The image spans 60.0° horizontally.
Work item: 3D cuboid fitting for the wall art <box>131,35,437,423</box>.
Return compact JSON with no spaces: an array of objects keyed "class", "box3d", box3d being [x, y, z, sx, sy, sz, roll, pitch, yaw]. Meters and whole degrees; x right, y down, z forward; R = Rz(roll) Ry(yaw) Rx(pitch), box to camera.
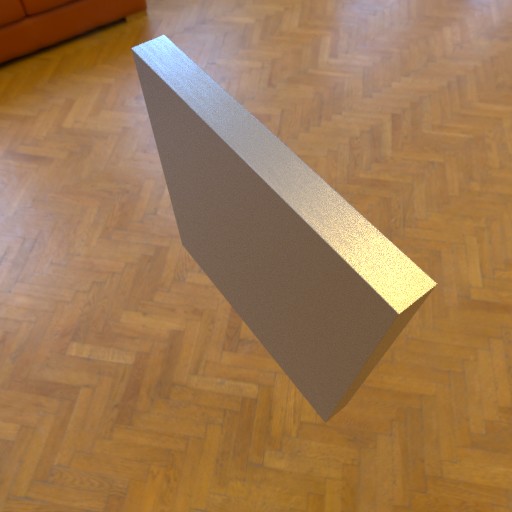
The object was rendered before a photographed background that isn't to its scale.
[{"class":"wall art","box3d":[0.000,0.000,0.510,0.038,0.350,0.350,-33,64,-18]}]
